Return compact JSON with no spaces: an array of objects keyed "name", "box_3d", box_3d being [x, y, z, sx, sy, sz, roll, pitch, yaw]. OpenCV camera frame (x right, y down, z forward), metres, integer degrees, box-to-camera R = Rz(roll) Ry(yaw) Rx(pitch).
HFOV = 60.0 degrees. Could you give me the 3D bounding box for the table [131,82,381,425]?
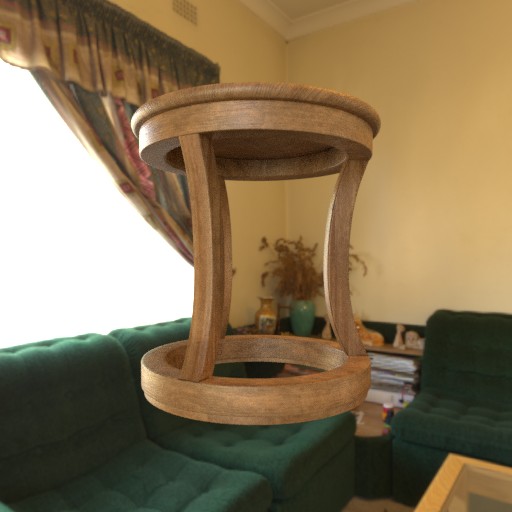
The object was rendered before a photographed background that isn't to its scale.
[{"name":"table","box_3d":[0.000,0.000,0.796,0.432,0.460,0.432,0,0,0]}]
